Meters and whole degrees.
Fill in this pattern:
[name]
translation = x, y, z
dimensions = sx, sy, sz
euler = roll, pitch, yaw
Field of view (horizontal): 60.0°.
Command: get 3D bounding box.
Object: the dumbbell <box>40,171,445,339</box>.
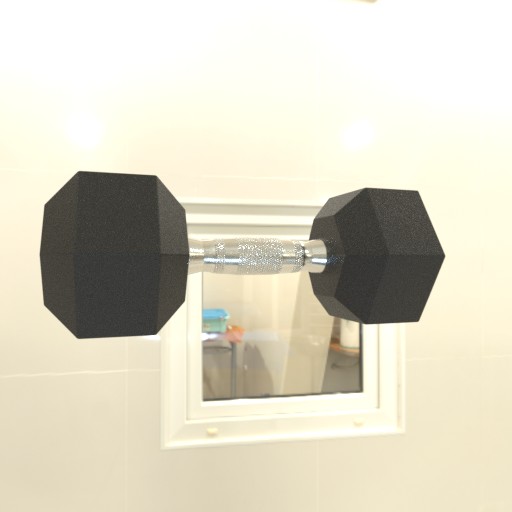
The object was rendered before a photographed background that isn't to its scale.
[dumbbell]
translation = 0.000, 0.000, 0.368
dimensions = 0.315, 0.113, 0.129
euler = 0, -1, -18
